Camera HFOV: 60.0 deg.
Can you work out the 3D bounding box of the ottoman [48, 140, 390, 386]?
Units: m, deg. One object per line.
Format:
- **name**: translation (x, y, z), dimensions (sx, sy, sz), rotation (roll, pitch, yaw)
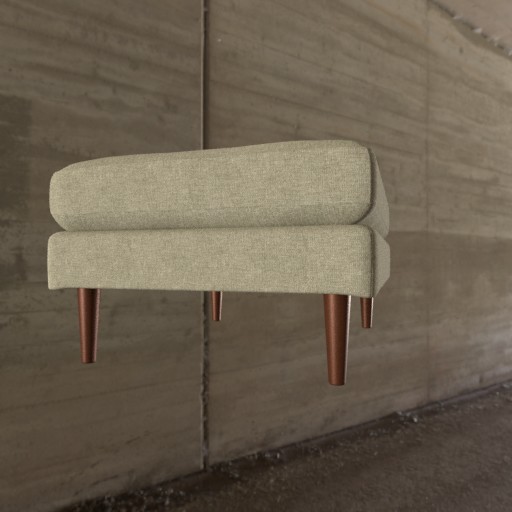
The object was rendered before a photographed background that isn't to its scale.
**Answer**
- **ottoman**: translation (0.000, 0.000, 1.227), dimensions (0.693, 0.474, 0.821), rotation (0, -1, 18)
